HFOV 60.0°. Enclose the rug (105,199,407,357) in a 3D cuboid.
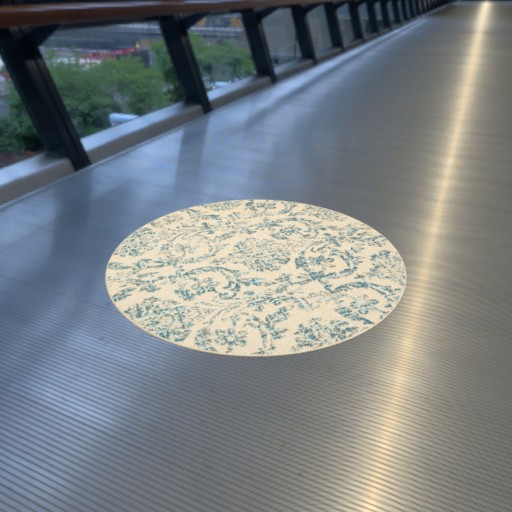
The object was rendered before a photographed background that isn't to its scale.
[{"bbox_3d":[0.000,0.000,2.439,1.593,0.012,1.593,0,30,0],"label":"rug"}]
